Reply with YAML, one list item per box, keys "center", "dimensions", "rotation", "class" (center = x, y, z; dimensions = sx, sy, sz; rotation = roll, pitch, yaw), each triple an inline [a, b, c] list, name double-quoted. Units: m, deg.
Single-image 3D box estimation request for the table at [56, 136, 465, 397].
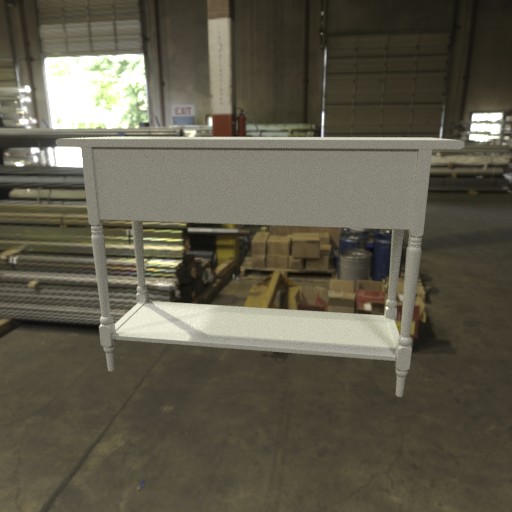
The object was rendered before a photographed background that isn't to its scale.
- center: [0.000, 0.000, 1.572]
  dimensions: [1.197, 0.808, 0.384]
  rotation: [3, 16, 9]
  class: "table"
